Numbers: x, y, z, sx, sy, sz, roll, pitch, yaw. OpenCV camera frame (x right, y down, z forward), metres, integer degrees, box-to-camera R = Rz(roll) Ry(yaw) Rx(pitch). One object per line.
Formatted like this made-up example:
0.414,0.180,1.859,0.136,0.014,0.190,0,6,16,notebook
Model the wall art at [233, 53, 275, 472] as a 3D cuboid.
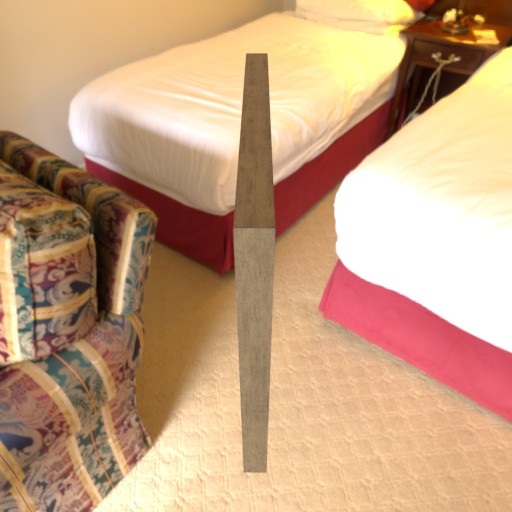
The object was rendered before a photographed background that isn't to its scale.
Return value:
0.000,0.000,0.758,0.038,0.508,0.508,0,41,0,wall art
